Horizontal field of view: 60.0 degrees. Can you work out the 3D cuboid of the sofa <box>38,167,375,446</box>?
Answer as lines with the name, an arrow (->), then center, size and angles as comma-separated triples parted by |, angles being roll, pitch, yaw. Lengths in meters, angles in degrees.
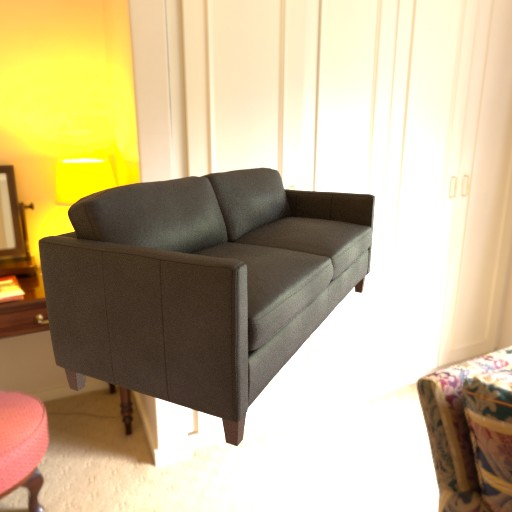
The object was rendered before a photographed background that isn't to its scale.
sofa -> 0.000, 0.000, 2.416 | 0.933, 0.863, 1.971 | 7, 17, 26
